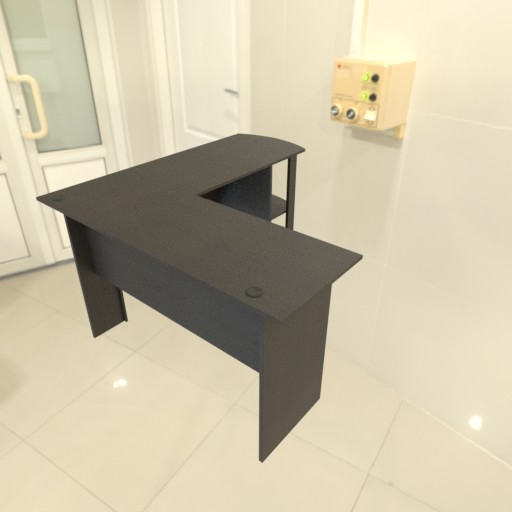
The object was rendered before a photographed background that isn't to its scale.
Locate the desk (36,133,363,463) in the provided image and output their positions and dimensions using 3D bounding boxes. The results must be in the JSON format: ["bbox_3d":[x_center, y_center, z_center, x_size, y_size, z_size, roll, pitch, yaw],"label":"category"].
[{"bbox_3d":[0.000,0.000,2.159,1.303,0.716,1.361,23,38,33],"label":"desk"}]
